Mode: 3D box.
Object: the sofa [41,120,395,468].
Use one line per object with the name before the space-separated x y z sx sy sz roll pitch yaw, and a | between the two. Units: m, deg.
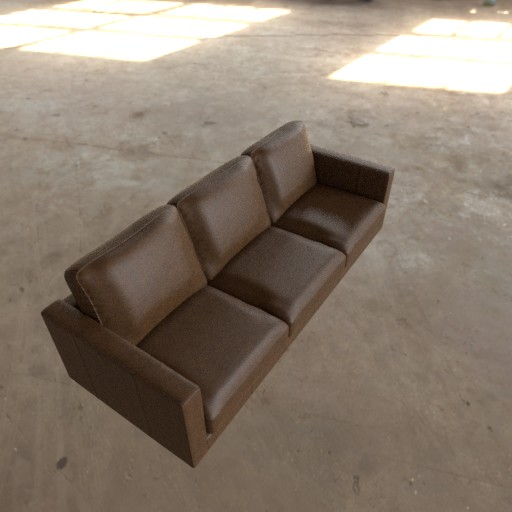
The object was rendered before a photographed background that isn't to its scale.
sofa | 0.000 0.000 2.699 0.903 0.930 2.231 24 45 26
